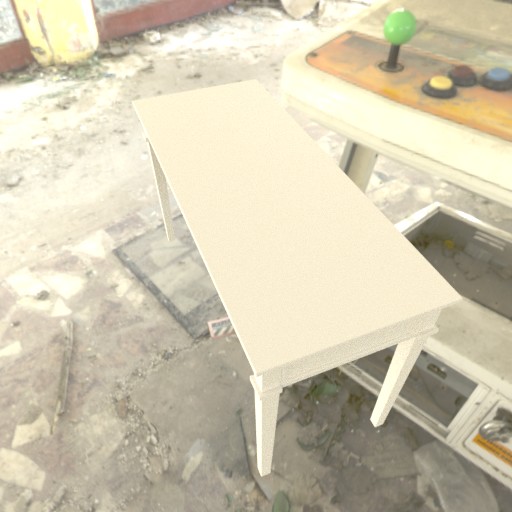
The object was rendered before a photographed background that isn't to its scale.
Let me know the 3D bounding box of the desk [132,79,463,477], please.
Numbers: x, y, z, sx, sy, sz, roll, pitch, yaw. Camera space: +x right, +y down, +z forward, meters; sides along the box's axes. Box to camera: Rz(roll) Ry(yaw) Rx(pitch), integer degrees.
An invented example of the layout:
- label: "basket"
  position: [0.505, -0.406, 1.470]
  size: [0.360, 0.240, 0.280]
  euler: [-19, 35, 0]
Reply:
- label: "desk"
  position: [0.000, 0.000, 1.755]
  size: [0.559, 0.774, 1.372]
  euler: [-16, 48, -15]
